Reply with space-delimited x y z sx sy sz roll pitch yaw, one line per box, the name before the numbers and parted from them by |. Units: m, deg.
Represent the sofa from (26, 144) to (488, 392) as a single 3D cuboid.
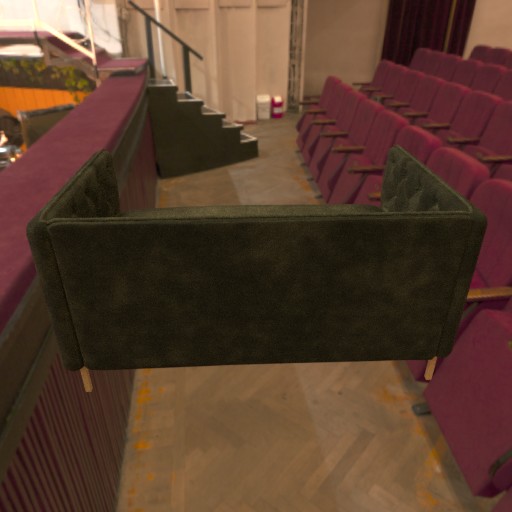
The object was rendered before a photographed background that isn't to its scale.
sofa | 0.000 0.000 1.983 1.537 0.768 0.895 -1 29 -2
